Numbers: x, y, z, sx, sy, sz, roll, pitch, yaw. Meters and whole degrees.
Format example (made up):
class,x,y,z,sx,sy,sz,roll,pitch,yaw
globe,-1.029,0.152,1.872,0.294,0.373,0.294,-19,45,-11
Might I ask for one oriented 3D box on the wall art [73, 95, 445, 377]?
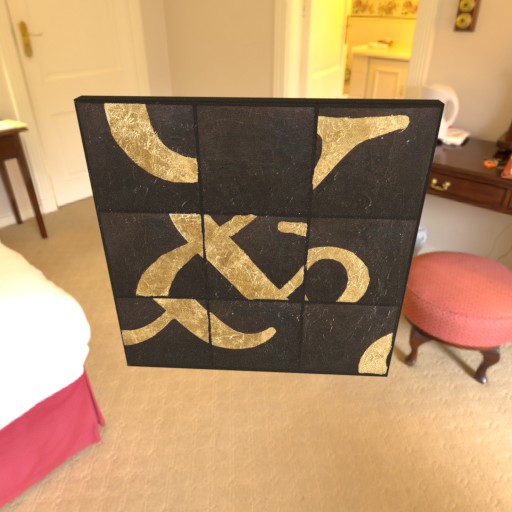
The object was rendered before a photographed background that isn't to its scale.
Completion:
class,x,y,z,sx,sy,sz,roll,pitch,yaw
wall art,0.000,0.000,1.115,0.758,0.758,0.044,2,31,3
